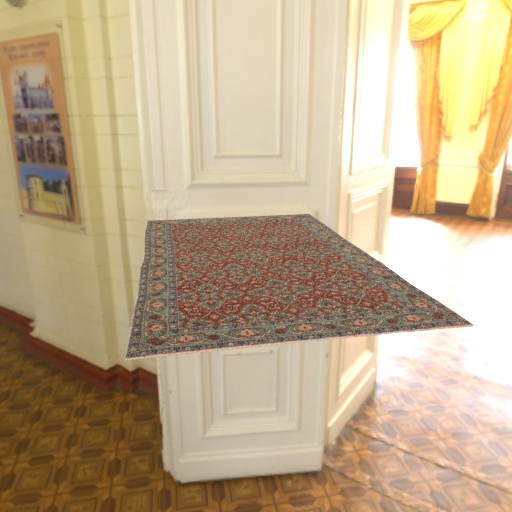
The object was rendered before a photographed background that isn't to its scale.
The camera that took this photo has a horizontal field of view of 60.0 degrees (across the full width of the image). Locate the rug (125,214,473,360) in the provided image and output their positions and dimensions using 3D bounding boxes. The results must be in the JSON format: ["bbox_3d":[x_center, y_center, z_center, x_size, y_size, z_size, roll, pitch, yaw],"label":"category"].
[{"bbox_3d":[0.000,0.000,3.003,1.533,0.011,2.439,-3,18,-11],"label":"rug"}]
